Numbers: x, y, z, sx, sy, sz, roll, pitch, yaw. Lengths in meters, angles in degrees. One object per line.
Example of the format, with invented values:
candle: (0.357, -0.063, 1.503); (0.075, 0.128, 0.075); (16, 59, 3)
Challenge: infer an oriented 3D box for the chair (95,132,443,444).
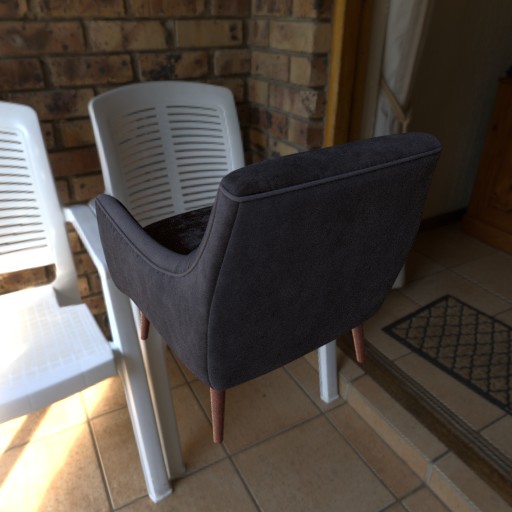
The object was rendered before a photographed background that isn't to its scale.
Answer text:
chair: (0.000, 0.000, 1.402); (0.762, 0.838, 0.787); (-19, 34, -30)
